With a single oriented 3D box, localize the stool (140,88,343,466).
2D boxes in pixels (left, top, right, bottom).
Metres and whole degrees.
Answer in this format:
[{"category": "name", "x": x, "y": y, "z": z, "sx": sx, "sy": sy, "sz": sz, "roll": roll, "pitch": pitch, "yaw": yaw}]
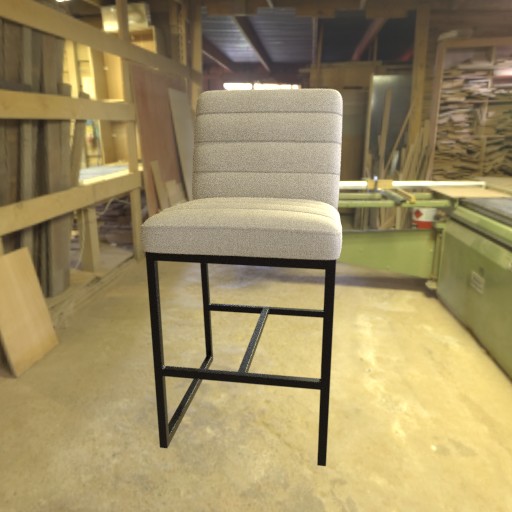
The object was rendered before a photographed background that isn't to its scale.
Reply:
[{"category": "stool", "x": 0.000, "y": 0.000, "z": 1.265, "sx": 0.460, "sy": 0.940, "sz": 0.560, "roll": 2, "pitch": 15, "yaw": 9}]
